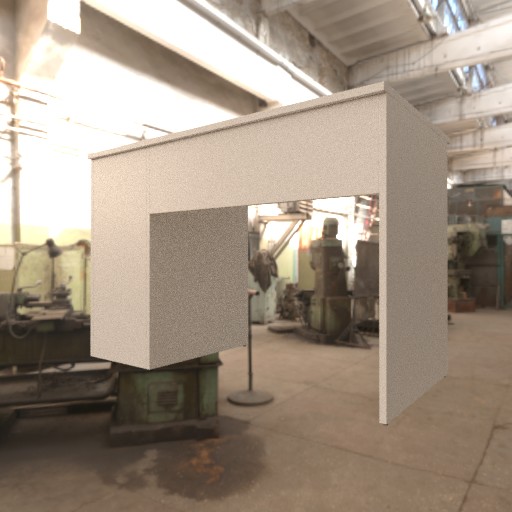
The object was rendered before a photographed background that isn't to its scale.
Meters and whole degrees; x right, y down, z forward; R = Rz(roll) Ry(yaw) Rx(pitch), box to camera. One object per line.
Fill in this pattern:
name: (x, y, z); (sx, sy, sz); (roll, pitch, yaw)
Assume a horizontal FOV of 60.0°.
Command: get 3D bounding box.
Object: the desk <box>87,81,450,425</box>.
desk: (0.000, 0.000, 1.488); (1.097, 0.735, 0.560); (0, 0, 37)
